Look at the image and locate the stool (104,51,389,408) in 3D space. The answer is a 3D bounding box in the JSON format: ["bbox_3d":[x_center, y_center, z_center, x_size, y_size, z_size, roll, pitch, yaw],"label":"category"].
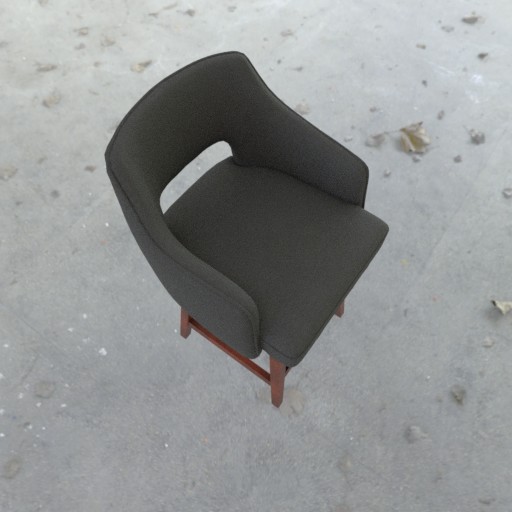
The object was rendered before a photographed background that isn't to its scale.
[{"bbox_3d":[0.000,0.000,1.256,0.558,0.912,0.548,32,64,18],"label":"stool"}]
